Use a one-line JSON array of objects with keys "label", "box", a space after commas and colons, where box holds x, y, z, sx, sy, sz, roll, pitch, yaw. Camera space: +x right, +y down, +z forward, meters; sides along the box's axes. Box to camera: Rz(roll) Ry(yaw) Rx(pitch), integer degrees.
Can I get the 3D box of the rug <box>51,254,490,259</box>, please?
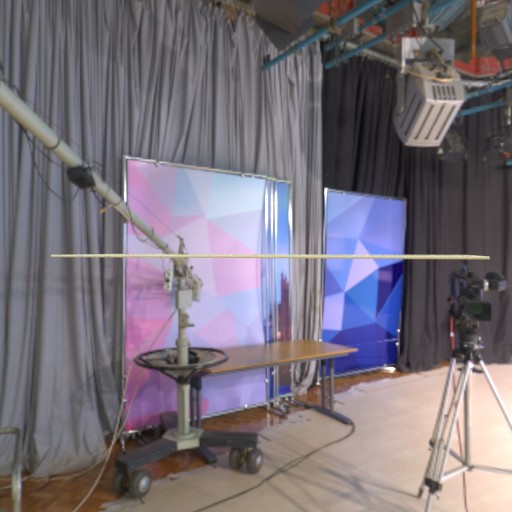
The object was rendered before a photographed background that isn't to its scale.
[{"label": "rug", "box": [0.000, 0.000, 2.547, 2.297, 0.013, 0.661, 0, 1, 18]}]
